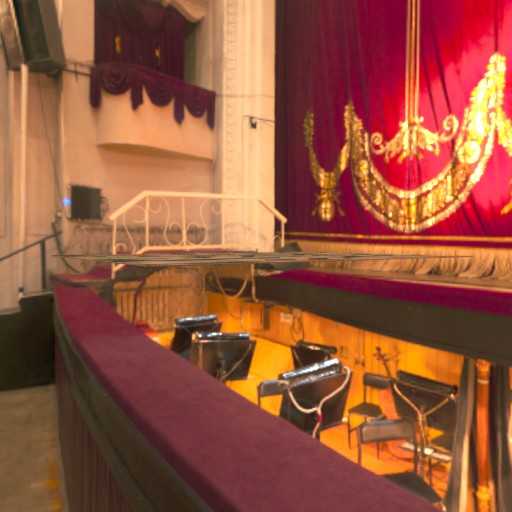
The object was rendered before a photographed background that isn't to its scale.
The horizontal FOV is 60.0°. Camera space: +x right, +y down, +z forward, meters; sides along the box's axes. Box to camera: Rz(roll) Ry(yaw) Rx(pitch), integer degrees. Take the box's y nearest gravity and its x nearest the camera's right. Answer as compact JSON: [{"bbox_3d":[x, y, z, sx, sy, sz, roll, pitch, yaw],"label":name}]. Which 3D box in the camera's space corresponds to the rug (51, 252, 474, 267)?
[{"bbox_3d":[0.000,0.000,4.065,3.036,0.008,2.440,-1,2,-35],"label":"rug"}]
